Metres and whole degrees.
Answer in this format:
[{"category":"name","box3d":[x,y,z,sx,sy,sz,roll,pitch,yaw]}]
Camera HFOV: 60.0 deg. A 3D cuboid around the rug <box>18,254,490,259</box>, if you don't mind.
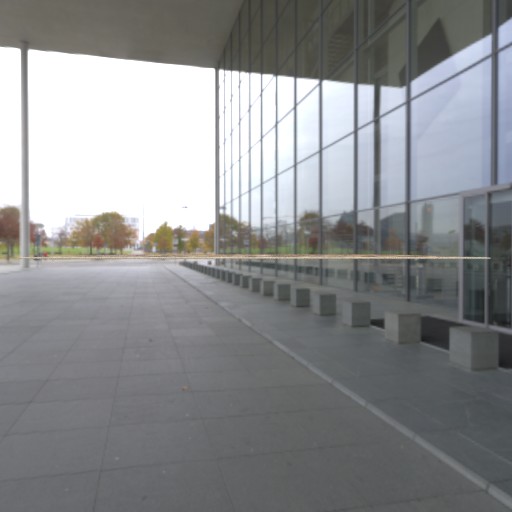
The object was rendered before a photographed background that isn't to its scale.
[{"category":"rug","box3d":[0.000,0.000,3.953,2.977,0.008,2.380,0,1,1]}]
